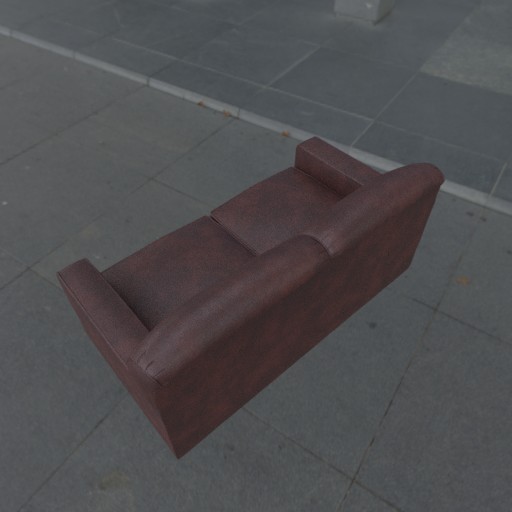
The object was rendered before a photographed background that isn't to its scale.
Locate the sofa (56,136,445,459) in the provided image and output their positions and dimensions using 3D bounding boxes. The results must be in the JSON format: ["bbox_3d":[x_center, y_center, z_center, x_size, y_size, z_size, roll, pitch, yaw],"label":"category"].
[{"bbox_3d":[0.000,0.000,2.458,1.856,0.966,1.000,-33,55,-26],"label":"sofa"}]
